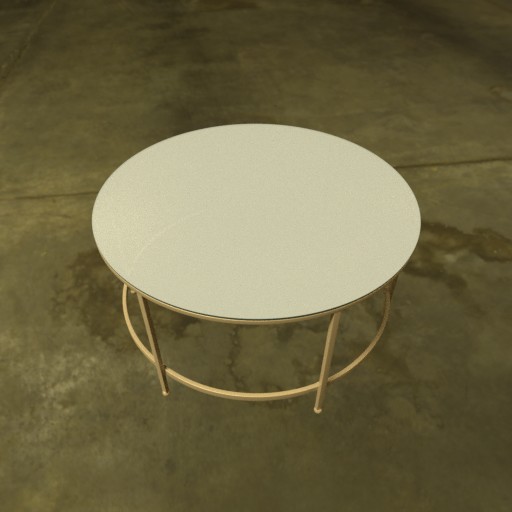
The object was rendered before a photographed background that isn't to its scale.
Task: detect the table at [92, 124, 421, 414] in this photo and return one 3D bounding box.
[{"bbox_3d":[0.000,0.000,1.433,0.914,0.470,0.914,0,42,0],"label":"table"}]
